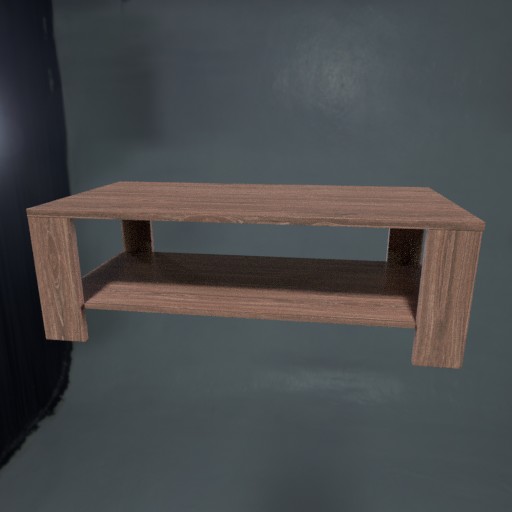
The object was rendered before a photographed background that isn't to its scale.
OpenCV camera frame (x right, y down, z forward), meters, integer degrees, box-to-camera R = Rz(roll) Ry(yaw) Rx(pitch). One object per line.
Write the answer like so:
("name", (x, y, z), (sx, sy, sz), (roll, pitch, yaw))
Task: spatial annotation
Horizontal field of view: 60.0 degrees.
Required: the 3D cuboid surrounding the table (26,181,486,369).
("table", (0.000, 0.000, 1.488), (1.200, 0.400, 0.600), (2, 17, 8))
